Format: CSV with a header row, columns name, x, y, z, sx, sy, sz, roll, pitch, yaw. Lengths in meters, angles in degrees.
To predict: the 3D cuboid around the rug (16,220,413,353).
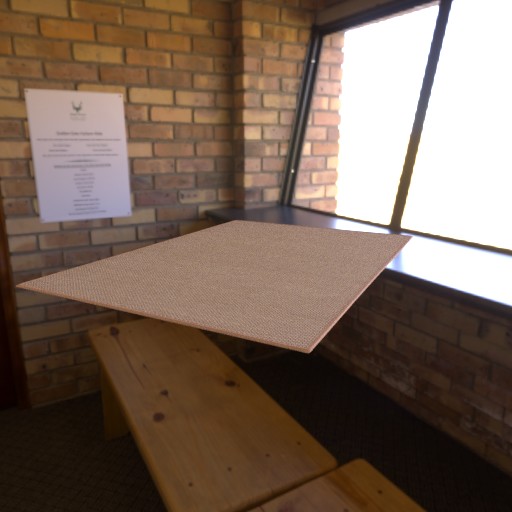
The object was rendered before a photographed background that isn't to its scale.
name,x,y,z,sx,sy,sz,roll,pitch,yaw
rug,0.000,0.000,2.719,1.524,0.013,2.134,7,16,27
